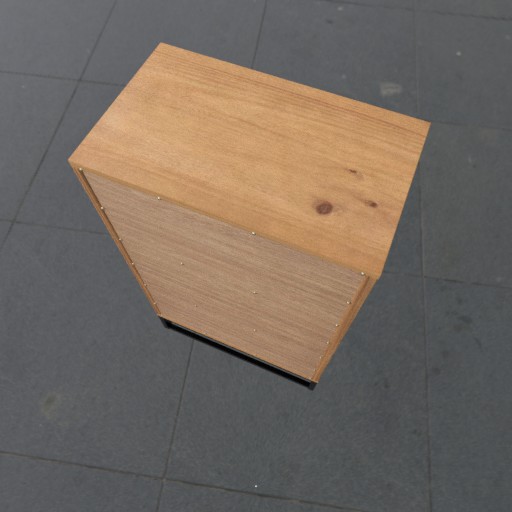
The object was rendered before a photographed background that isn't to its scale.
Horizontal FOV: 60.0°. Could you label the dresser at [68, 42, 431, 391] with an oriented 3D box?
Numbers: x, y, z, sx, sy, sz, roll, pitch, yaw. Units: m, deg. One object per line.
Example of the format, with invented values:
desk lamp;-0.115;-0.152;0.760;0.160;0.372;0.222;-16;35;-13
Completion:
dresser;0.000;0.000;1.617;0.761;1.240;0.479;21;64;10
